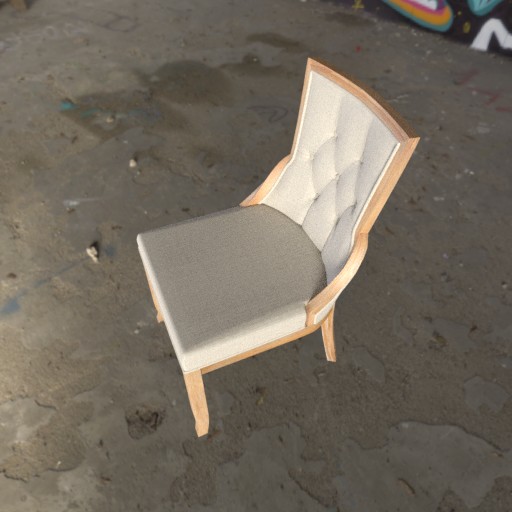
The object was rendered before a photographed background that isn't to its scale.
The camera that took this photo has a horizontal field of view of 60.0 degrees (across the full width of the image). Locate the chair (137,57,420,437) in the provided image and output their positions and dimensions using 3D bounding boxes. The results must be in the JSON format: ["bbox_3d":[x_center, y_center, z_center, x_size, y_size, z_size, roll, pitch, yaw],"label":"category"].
[{"bbox_3d":[0.000,0.000,1.361,0.641,0.947,0.524,-18,49,-16],"label":"chair"}]
